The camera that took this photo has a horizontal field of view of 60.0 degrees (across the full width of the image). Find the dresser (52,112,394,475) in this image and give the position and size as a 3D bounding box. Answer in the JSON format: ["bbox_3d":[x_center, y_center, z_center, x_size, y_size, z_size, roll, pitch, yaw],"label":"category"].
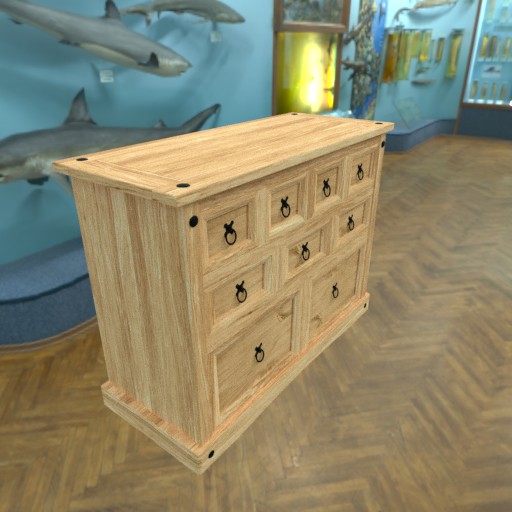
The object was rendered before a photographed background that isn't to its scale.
[{"bbox_3d":[0.000,0.000,1.407,0.410,0.740,0.990,19,32,33],"label":"dresser"}]
